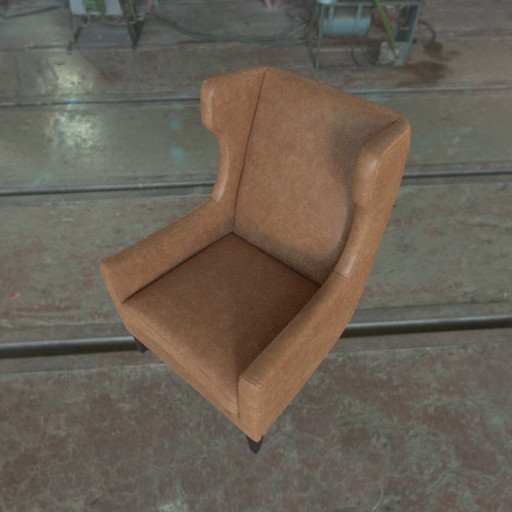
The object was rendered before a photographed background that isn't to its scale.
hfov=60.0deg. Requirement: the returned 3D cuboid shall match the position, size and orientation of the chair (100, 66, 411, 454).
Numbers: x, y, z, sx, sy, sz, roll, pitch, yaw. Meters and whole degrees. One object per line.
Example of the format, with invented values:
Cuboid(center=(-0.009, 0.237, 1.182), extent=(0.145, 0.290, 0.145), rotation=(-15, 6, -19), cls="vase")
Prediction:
Cuboid(center=(0.000, 0.000, 1.675), extent=(0.766, 1.079, 0.899), rotation=(32, 55, 26), cls="chair")
